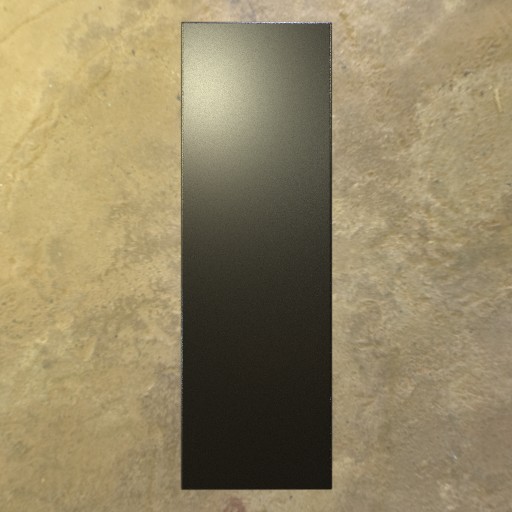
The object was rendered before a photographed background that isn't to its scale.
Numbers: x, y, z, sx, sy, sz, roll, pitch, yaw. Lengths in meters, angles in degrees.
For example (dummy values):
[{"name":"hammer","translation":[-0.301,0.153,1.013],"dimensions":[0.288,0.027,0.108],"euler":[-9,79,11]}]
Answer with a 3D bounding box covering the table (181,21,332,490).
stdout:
[{"name":"table","translation":[0.000,0.000,1.530],"dimensions":[0.386,0.819,1.191],"euler":[0,90,0]}]
